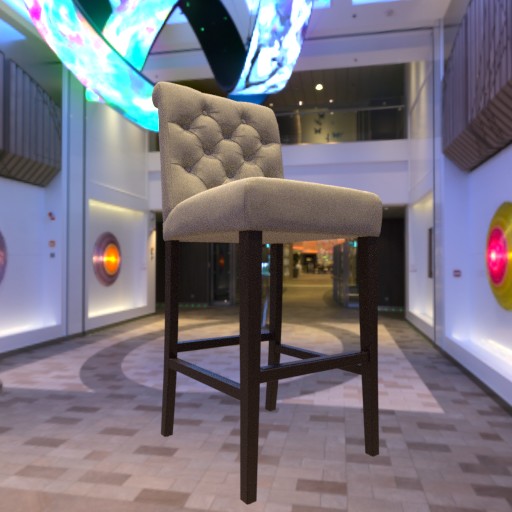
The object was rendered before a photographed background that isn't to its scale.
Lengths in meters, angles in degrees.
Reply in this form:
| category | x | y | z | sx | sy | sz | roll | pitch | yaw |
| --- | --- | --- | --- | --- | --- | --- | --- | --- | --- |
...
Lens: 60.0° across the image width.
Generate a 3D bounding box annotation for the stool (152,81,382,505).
| category | x | y | z | sx | sy | sz | roll | pitch | yaw |
| --- | --- | --- | --- | --- | --- | --- | --- | --- | --- |
| stool | 0.000 | 0.000 | 1.369 | 0.493 | 1.140 | 0.601 | 1 | -1 | -35 |
